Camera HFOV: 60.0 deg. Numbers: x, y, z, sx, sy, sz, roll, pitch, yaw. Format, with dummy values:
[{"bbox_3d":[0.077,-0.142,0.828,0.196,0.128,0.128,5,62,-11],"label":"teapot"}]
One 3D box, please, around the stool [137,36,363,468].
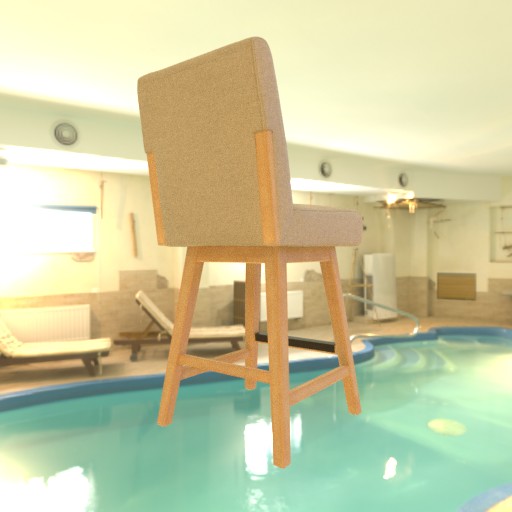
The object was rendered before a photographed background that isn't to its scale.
[{"bbox_3d":[0.000,0.000,1.429,0.507,1.085,0.606,1,1,37],"label":"stool"}]
